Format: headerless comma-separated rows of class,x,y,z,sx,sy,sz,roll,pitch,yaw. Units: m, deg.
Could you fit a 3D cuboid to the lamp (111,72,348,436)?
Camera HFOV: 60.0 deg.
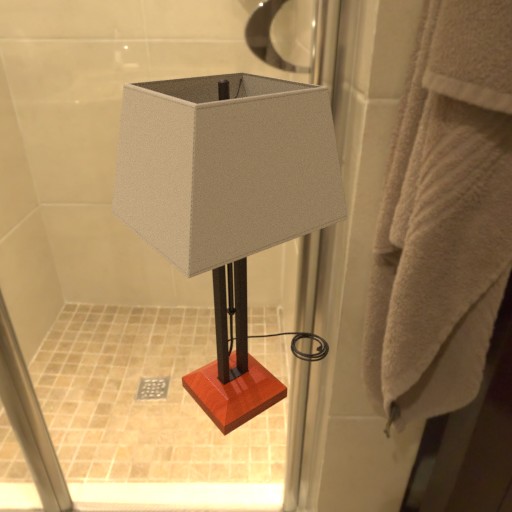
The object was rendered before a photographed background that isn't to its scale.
lamp,0.000,0.000,0.972,0.498,0.737,0.310,-21,35,-32
